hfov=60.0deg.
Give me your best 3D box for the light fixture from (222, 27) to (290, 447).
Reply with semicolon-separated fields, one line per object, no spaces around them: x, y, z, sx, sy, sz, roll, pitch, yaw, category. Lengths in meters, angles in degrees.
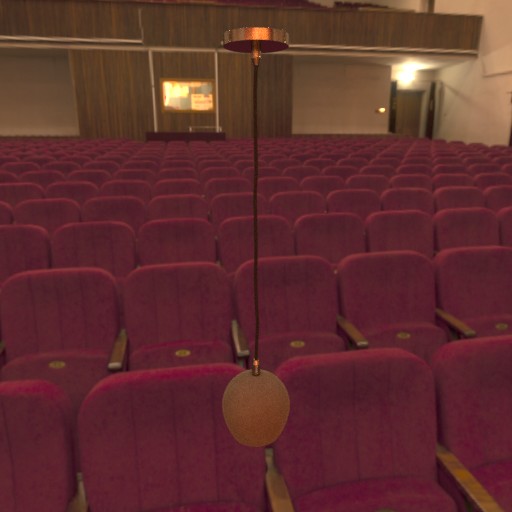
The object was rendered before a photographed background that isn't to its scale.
0.000;0.000;0.839;0.139;0.764;0.139;-2;15;-9;light fixture
